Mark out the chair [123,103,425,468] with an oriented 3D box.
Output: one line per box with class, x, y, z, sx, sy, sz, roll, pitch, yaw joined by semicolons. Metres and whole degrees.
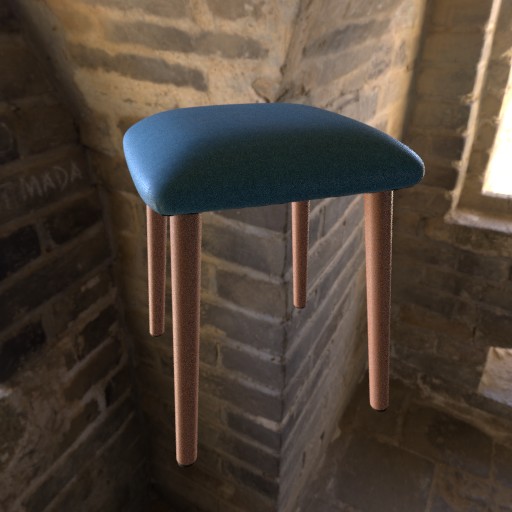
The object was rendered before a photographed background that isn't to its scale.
chair;0.000;0.000;0.712;0.360;0.450;0.360;-9;28;-17
